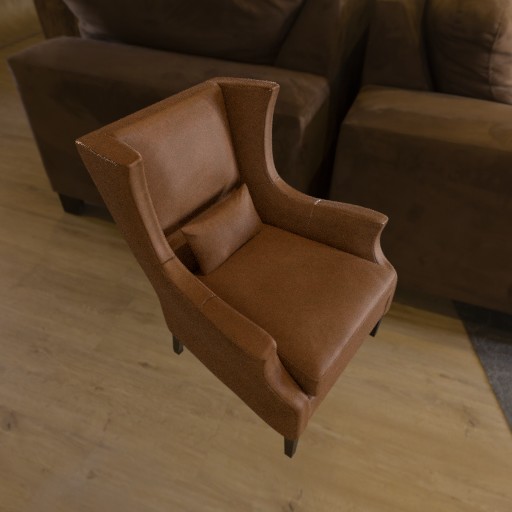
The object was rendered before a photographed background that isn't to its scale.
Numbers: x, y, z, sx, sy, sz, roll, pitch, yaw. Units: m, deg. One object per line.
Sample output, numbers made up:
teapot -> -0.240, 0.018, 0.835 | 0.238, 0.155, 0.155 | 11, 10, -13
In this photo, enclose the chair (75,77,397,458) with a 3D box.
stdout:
chair -> 0.000, 0.000, 1.688 | 0.925, 1.016, 0.852 | 27, 48, 26
